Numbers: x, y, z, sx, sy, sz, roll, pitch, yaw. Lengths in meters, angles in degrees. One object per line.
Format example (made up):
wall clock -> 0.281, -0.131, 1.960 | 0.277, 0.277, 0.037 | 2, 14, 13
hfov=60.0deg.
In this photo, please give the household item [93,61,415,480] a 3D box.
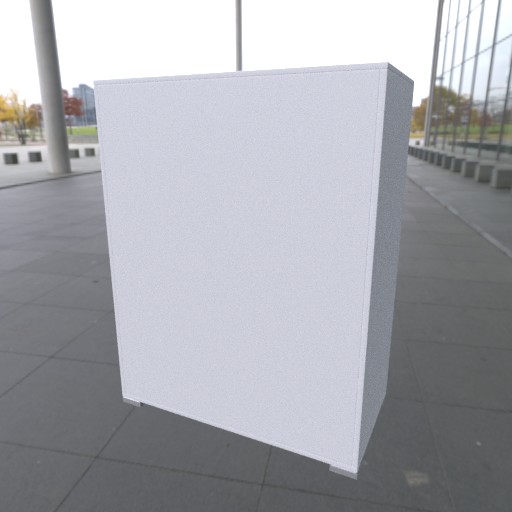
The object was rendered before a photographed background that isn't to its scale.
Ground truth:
household item -> 0.000, 0.000, 1.367 | 0.790, 1.010, 0.420 | 8, 18, 25
